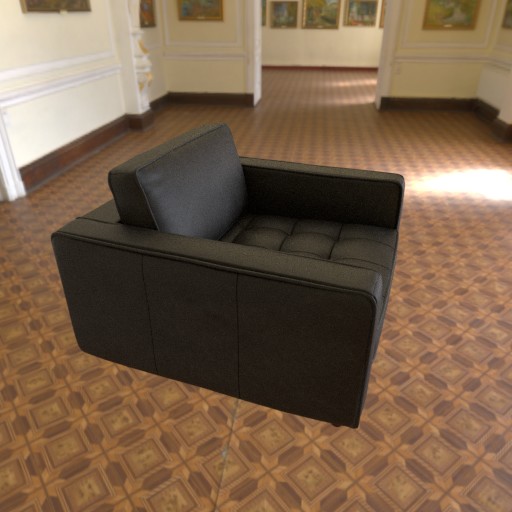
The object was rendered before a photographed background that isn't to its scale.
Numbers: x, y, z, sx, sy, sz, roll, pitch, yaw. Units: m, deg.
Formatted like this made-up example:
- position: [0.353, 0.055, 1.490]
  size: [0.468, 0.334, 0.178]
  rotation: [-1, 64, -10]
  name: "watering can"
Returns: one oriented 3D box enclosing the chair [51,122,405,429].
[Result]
- position: [0.000, 0.000, 1.532]
  size: [0.914, 0.763, 0.889]
  rotation: [10, 30, 18]
  name: "chair"
